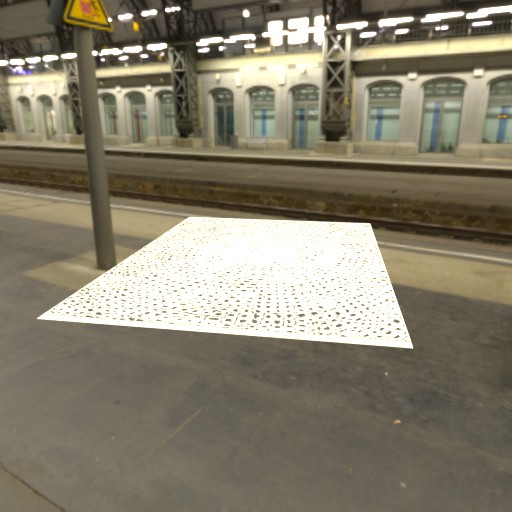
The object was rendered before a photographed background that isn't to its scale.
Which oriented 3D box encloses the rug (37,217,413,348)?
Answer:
[{"bbox_3d":[0.000,0.000,2.134,1.190,0.003,1.634,3,17,9],"label":"rug"}]
